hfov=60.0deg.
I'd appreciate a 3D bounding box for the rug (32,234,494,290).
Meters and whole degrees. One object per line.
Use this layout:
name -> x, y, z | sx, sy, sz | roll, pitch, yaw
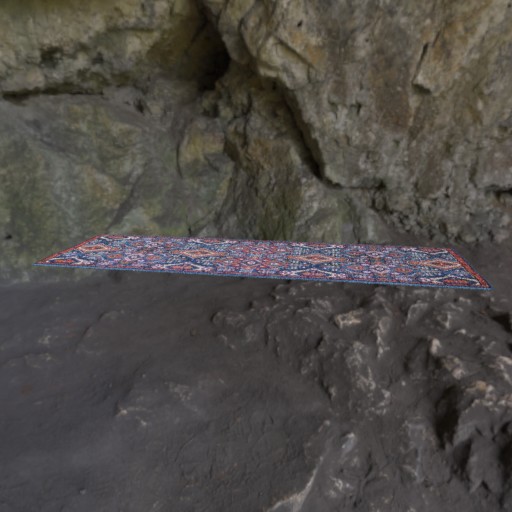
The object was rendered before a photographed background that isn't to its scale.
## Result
rug -> 0.000, 0.000, 2.691 | 2.459, 0.010, 0.801 | 3, 16, 9
